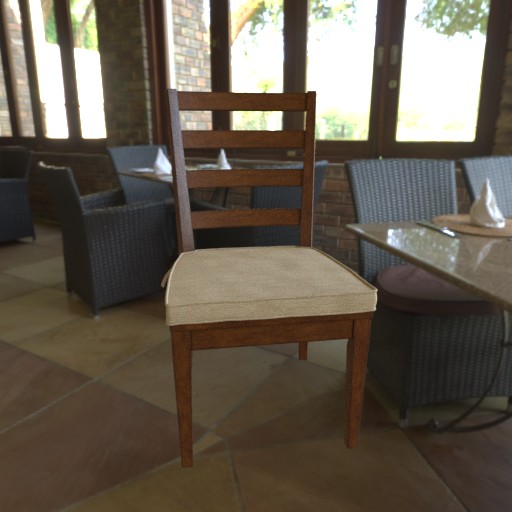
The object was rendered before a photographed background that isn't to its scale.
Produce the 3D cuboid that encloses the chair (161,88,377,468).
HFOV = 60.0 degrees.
[{"bbox_3d":[0.000,0.000,1.330,0.593,0.979,0.595,-3,16,-9],"label":"chair"}]
